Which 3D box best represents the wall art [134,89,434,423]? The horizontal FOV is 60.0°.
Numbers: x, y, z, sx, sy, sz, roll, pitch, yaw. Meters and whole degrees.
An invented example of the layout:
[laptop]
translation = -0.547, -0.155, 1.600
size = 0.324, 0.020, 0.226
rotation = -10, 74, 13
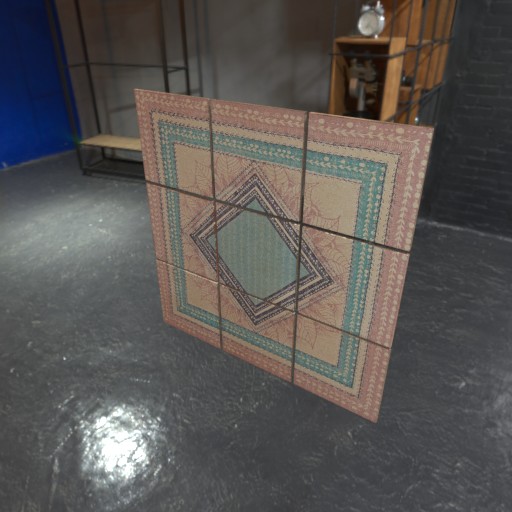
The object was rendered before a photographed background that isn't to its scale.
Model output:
[wall art]
translation = 0.000, 0.000, 1.850
size = 1.215, 1.213, 0.013
rotation = 18, 34, 29
